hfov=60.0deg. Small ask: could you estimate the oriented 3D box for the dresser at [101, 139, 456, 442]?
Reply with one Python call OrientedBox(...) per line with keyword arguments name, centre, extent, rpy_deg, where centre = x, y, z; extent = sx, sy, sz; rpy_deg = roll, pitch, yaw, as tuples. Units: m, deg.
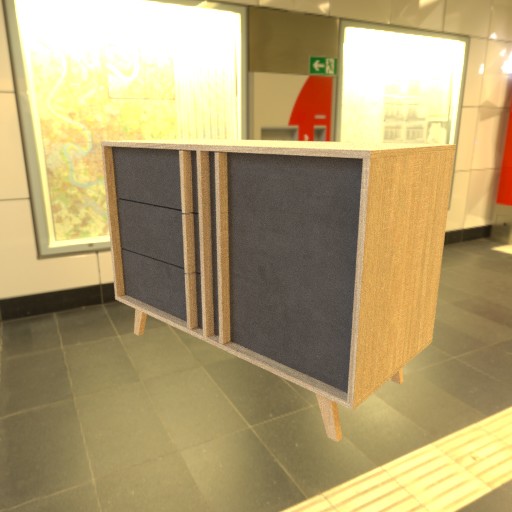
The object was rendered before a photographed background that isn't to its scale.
OrientedBox(name="dresser", centre=(0.000, 0.000, 1.573), extent=(1.110, 0.780, 0.500), rpy_deg=(14, 21, 40))
